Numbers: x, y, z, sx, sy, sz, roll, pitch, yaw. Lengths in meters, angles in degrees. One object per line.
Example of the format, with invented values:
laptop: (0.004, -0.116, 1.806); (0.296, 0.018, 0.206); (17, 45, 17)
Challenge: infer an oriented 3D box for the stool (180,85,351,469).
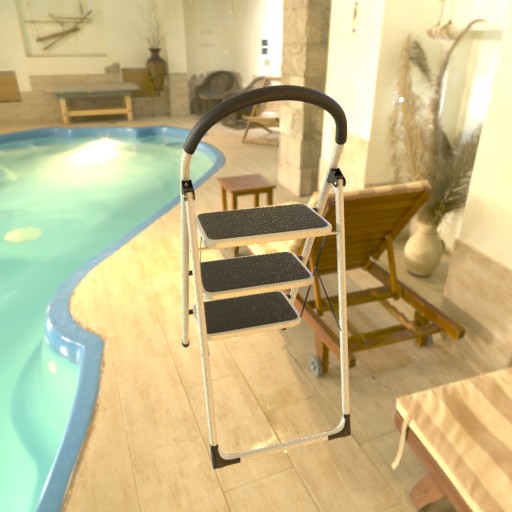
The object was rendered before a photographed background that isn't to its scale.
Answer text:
stool: (0.000, 0.000, 1.486); (0.485, 1.109, 0.676); (-7, 27, -15)
